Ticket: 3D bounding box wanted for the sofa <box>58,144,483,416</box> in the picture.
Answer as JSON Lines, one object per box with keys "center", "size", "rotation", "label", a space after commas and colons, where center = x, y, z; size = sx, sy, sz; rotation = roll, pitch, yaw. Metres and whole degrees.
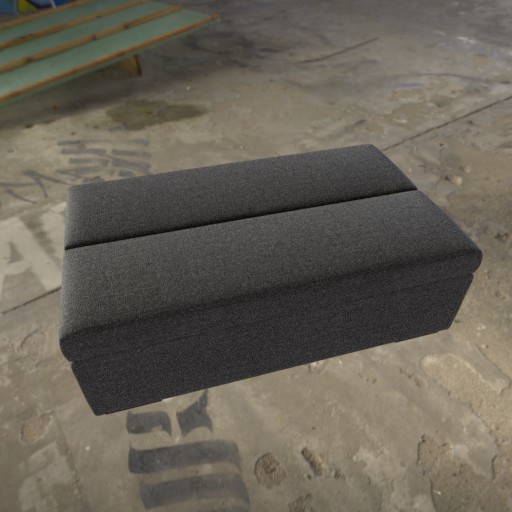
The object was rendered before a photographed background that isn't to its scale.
{"center": [0.000, 0.000, 1.581], "size": [1.198, 0.417, 0.782], "rotation": [-11, 42, -12], "label": "sofa"}
